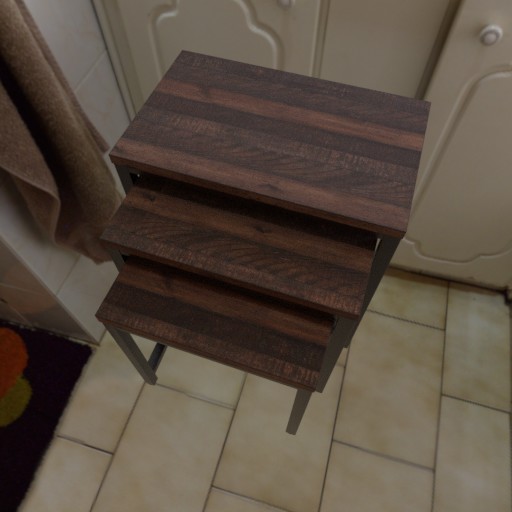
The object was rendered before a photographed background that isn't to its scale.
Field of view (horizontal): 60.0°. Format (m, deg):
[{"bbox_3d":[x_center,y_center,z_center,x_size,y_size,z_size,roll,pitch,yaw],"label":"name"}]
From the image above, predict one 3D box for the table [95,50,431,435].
[{"bbox_3d":[0.000,0.000,1.140,0.608,0.616,0.660,16,59,10],"label":"table"}]
